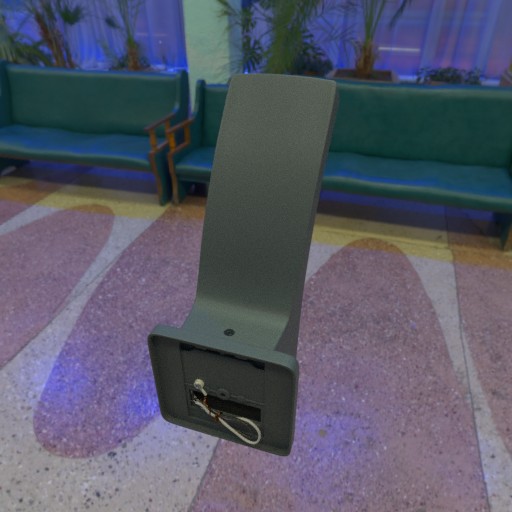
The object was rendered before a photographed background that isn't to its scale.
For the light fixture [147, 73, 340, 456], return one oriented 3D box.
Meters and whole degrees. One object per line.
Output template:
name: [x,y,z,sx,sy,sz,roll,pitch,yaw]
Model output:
light fixture: [0.000,0.000,0.347,0.108,0.243,0.174,10,35,15]
